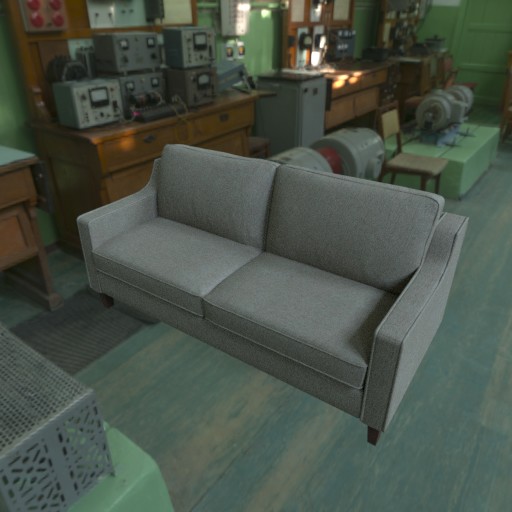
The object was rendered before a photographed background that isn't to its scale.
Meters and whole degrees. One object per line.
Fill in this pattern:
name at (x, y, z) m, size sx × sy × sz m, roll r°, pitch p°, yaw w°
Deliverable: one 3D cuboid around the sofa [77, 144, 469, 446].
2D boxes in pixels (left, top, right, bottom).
sofa at (0.000, 0.000, 2.805) m, size 2.181 × 1.074 × 1.073 m, roll 19°, pitch 35°, yaw 29°
